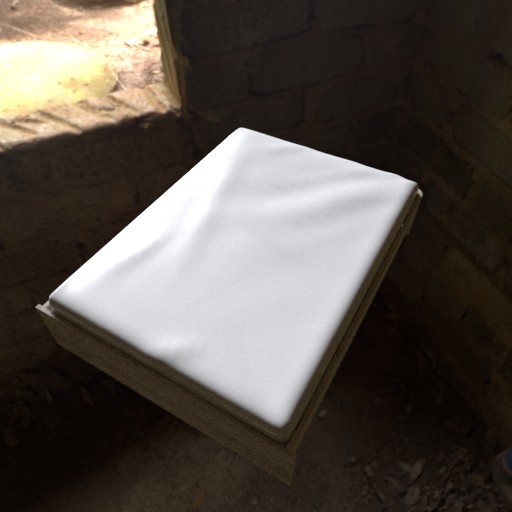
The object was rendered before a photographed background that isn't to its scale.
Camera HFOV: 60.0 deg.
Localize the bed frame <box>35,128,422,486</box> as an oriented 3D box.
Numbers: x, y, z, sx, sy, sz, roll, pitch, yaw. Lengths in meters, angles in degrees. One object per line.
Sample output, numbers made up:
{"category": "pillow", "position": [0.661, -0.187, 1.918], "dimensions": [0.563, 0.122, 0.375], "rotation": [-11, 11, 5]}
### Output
{"category": "bed frame", "position": [0.000, 0.000, 2.682], "dimensions": [1.490, 0.462, 1.950], "rotation": [23, 51, 20]}
